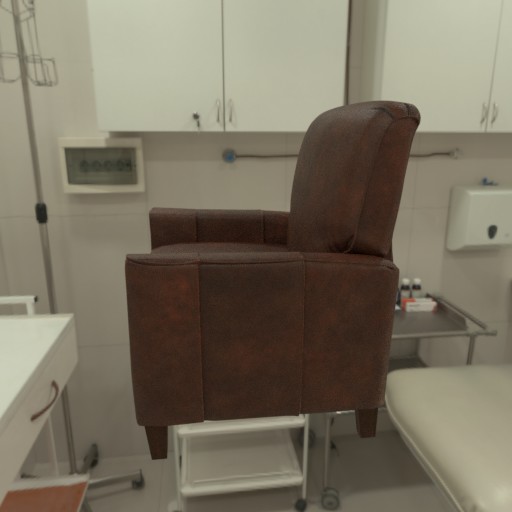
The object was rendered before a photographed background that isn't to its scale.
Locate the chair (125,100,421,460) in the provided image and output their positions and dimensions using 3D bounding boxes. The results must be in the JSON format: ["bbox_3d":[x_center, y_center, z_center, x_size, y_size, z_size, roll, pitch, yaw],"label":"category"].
[{"bbox_3d":[0.000,0.000,1.593,0.836,1.043,0.843,-2,16,-8],"label":"chair"}]
